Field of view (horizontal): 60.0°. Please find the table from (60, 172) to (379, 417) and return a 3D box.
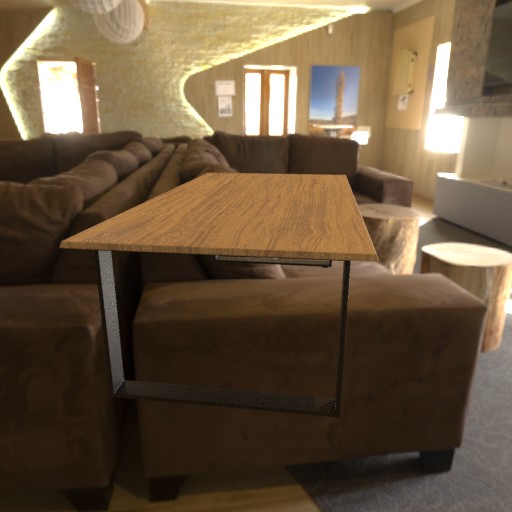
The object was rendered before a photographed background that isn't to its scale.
[{"bbox_3d":[0.000,0.000,1.632,0.693,0.445,1.331,2,17,8],"label":"table"}]
